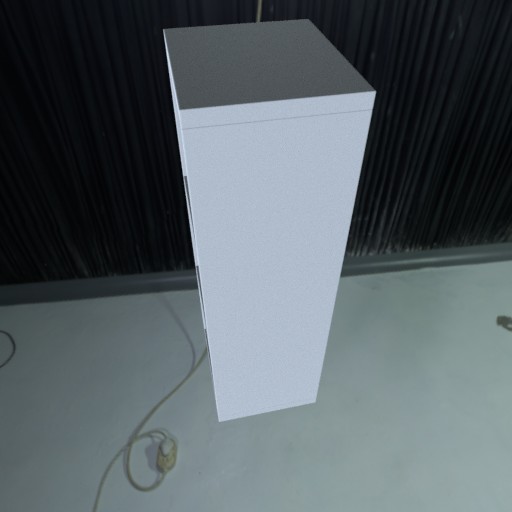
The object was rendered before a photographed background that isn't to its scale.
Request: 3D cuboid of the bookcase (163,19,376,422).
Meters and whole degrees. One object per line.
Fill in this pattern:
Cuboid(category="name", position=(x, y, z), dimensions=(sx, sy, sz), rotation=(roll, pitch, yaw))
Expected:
Cuboid(category="bookcase", position=(0.000, 0.000, 1.233), dimensions=(0.330, 1.080, 0.390), rotation=(-9, 45, -9))
